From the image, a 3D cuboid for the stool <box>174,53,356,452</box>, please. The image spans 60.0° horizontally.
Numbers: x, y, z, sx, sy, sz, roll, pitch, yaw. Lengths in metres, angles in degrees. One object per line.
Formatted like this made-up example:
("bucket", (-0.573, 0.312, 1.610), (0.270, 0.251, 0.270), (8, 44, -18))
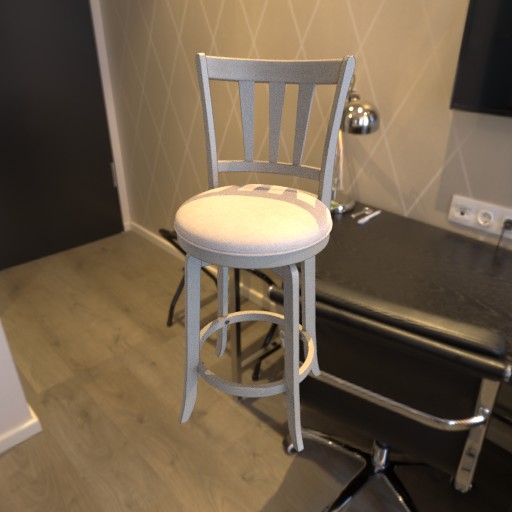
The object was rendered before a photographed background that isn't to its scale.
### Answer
("stool", (0.000, 0.000, 1.276), (0.436, 1.042, 0.475), (8, 29, 14))
